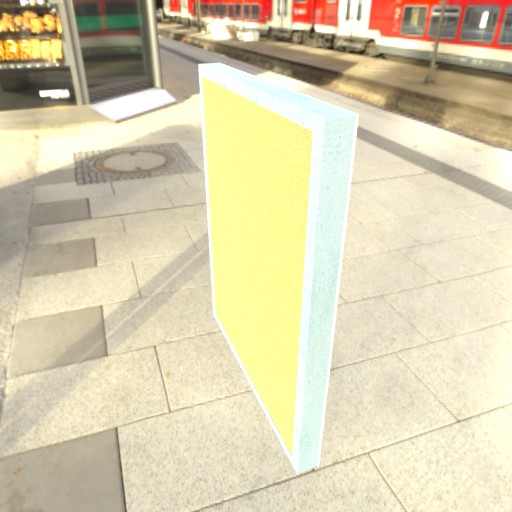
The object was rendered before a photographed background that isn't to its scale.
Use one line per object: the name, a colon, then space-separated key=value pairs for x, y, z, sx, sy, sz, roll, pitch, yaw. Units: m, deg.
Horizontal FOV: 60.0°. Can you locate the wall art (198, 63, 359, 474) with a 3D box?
wall art: x=0.000 y=0.000 z=0.689 sx=0.037 sy=0.509 sz=0.409 roll=-11 pitch=32 yaw=-19
